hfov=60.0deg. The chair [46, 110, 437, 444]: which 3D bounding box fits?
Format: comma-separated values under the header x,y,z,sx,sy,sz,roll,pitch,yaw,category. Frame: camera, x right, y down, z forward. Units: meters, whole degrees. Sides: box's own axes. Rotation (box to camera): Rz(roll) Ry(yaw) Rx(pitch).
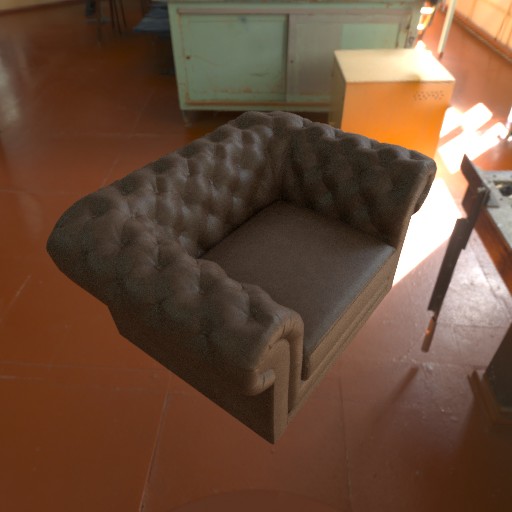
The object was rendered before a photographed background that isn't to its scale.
x,y,z,sx,sy,sz,roll,pitch,yaw,category
0.000,0.000,1.843,0.954,0.784,1.298,26,47,27,chair
